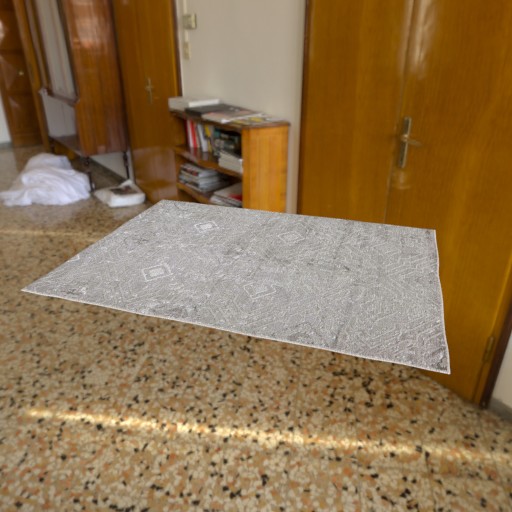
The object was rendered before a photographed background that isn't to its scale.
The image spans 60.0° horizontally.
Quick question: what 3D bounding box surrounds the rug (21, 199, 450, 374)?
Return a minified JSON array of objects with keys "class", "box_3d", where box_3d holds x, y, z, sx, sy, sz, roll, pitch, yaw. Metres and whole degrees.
[{"class":"rug","box_3d":[0.000,0.000,4.289,3.359,0.020,2.448,8,27,16]}]
